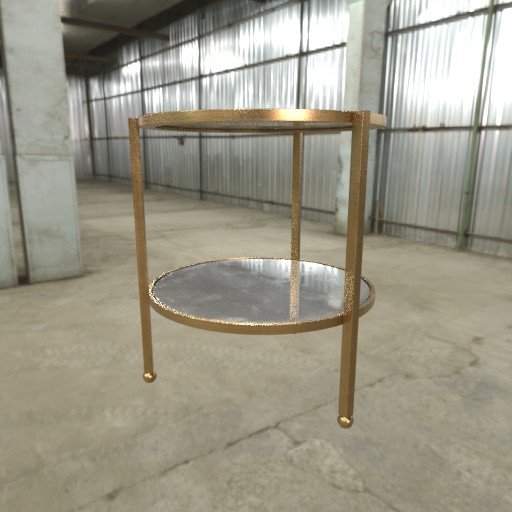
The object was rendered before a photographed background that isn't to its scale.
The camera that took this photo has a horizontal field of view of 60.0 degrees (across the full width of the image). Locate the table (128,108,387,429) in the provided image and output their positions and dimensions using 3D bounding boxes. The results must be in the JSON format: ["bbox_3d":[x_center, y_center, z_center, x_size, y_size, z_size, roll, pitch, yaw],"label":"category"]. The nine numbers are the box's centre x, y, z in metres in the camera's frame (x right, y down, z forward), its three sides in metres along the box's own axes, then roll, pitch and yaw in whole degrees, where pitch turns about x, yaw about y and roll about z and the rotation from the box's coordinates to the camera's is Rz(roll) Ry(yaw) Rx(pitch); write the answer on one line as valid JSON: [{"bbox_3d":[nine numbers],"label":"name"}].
[{"bbox_3d":[0.000,0.000,0.457,0.243,0.269,0.231,-2,14,-8],"label":"table"}]
